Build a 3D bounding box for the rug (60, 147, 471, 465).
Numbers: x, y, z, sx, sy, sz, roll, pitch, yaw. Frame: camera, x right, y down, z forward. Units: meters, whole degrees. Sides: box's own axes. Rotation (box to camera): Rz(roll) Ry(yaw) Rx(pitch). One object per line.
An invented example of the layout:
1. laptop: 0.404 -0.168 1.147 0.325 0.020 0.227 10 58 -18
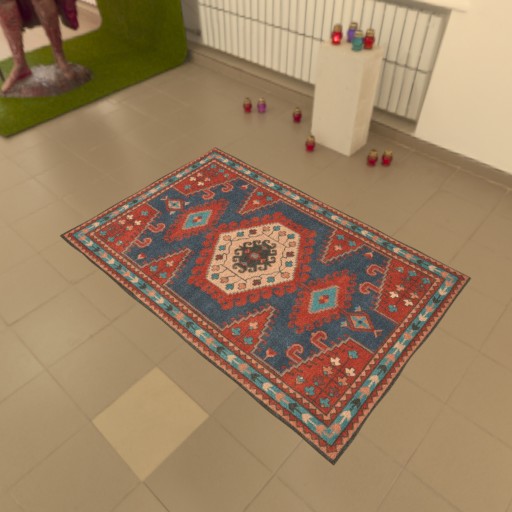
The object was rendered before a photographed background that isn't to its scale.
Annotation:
1. rug: 0.000 0.000 2.325 1.820 0.012 1.207 32 54 28
